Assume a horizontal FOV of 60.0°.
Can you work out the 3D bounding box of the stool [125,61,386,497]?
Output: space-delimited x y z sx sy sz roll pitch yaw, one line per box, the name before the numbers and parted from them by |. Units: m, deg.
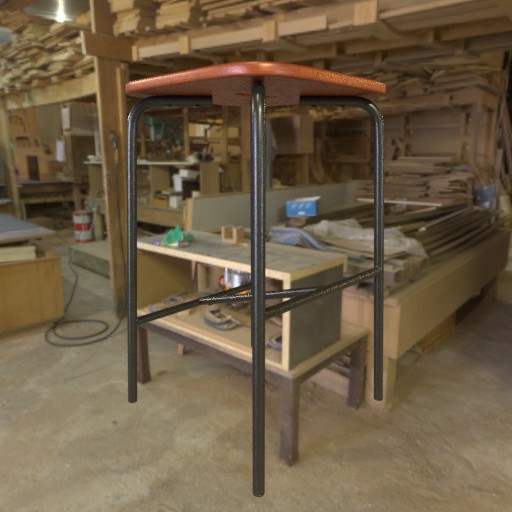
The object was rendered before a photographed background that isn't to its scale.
stool | 0.000 0.000 0.840 0.376 0.610 0.376 13 19 42
